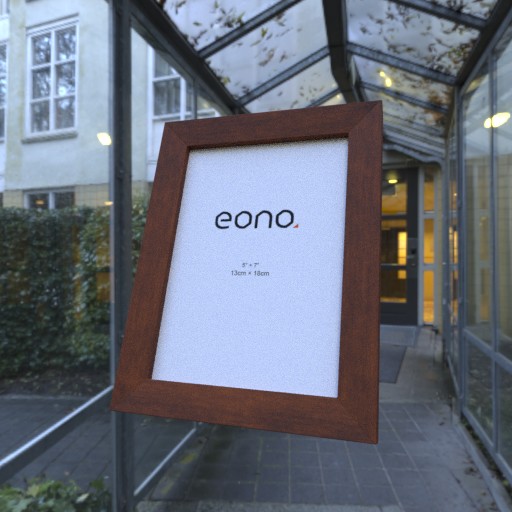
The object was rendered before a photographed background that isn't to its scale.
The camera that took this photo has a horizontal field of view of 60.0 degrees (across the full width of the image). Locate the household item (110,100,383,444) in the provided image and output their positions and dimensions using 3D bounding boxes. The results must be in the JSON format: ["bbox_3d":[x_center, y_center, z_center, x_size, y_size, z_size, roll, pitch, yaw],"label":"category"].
[{"bbox_3d":[0.000,0.000,0.295,0.160,0.204,0.096,0,0,18],"label":"household item"}]
